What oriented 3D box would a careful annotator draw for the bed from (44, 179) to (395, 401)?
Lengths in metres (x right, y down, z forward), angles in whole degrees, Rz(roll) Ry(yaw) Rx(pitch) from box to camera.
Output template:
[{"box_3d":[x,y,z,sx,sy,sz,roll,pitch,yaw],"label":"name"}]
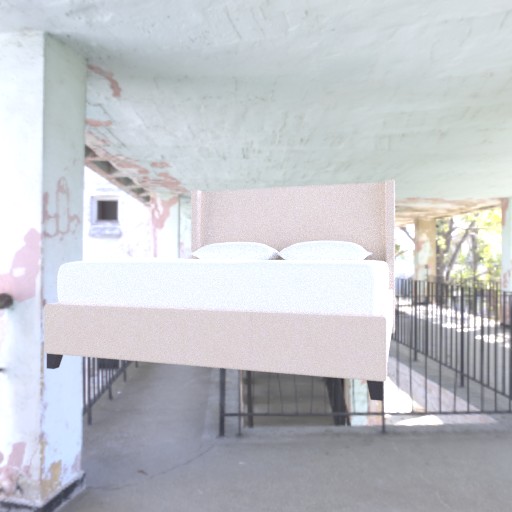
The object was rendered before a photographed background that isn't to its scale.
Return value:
[{"box_3d":[0.000,0.000,3.626,2.145,1.471,2.293,0,0,18],"label":"bed"}]
